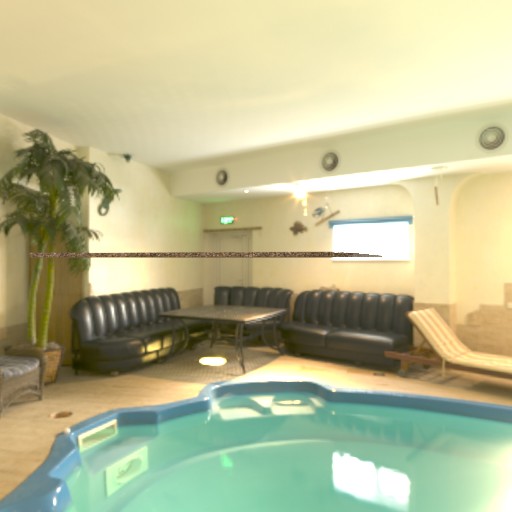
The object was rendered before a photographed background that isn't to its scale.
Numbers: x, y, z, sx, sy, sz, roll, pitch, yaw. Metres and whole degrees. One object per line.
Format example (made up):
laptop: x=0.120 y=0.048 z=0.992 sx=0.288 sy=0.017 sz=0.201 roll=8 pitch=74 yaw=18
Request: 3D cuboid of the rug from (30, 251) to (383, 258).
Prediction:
rug: x=0.000 y=0.000 z=3.490 sx=1.802 sy=0.026 sz=2.699 roll=0 pitch=0 yaw=19
